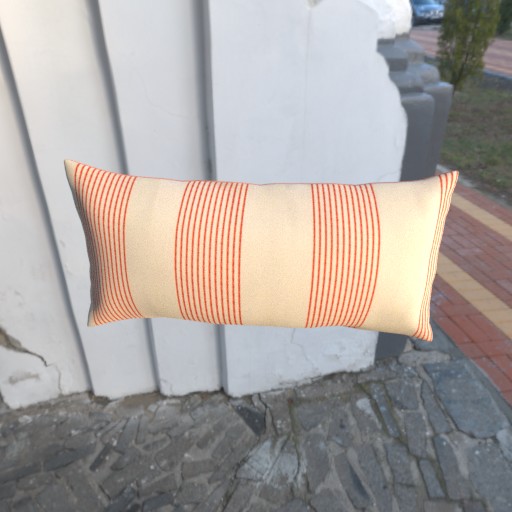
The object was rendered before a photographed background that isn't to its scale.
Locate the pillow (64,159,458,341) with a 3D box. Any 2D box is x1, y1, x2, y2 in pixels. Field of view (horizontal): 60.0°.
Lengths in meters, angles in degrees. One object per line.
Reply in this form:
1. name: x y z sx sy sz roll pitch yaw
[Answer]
1. pillow: 0.000 0.000 0.726 0.608 0.292 0.156 2 31 3
